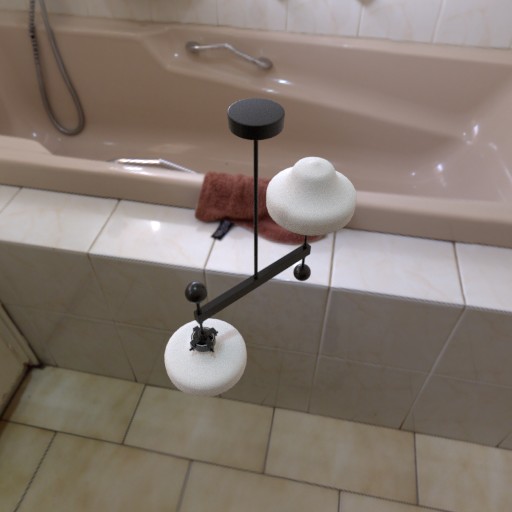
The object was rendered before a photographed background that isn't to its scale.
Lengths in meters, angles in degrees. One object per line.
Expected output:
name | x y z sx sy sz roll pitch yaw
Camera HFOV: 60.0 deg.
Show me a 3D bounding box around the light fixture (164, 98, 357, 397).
light fixture | 0.000 0.000 1.058 0.422 0.743 0.489 10 47 9
